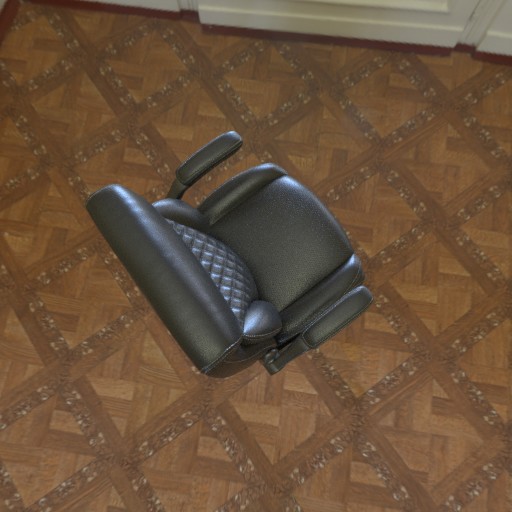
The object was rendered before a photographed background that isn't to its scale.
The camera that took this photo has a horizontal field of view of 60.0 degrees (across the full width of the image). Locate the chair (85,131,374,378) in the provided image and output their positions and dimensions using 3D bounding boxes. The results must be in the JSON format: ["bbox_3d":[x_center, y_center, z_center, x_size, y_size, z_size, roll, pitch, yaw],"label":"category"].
[{"bbox_3d":[0.000,0.000,1.624,0.724,1.110,0.782,-36,78,-9],"label":"chair"}]
